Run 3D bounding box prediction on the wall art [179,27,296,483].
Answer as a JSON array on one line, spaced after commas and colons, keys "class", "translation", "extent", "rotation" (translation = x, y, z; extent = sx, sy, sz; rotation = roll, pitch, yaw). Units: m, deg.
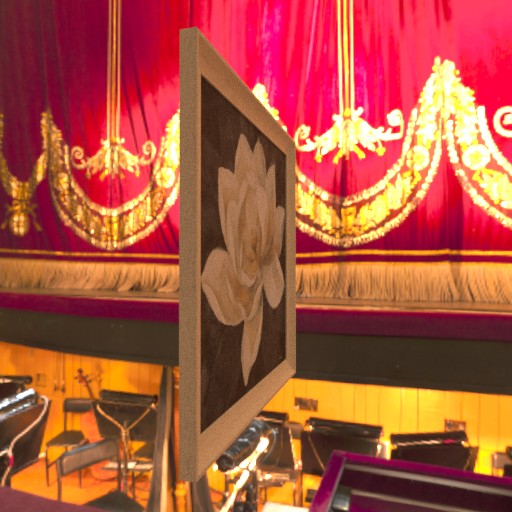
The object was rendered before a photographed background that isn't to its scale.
[{"class": "wall art", "translation": [0.000, 0.000, 1.477], "extent": [0.045, 1.016, 1.016], "rotation": [0, -1, 18]}]
